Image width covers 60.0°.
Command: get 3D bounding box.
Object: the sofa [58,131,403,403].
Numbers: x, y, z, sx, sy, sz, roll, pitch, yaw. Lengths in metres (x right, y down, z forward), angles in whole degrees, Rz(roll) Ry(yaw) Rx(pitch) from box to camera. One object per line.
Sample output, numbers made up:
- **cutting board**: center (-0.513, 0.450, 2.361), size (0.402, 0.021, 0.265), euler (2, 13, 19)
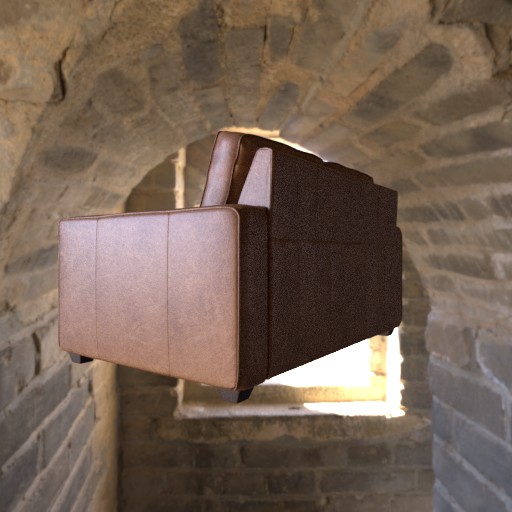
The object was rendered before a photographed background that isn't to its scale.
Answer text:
- **sofa**: center (0.000, 0.000, 2.185), size (1.020, 0.896, 1.532), euler (0, 1, 36)
